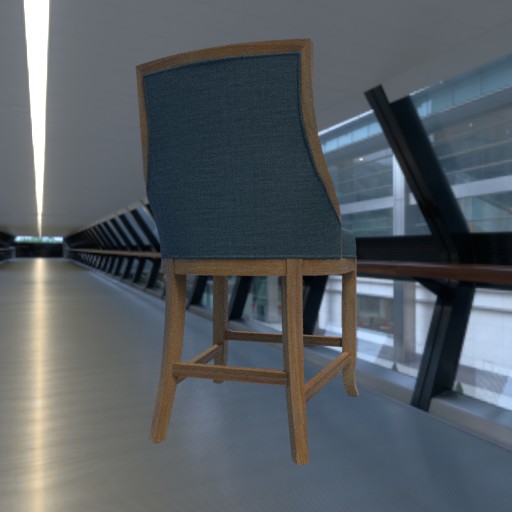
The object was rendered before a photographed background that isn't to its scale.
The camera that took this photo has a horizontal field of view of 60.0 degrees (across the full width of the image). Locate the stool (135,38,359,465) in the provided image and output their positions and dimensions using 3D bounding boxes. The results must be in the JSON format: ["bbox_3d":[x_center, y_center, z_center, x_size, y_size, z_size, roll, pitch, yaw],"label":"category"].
[{"bbox_3d":[0.000,0.000,1.284,0.524,0.938,0.626,0,0,18],"label":"stool"}]
